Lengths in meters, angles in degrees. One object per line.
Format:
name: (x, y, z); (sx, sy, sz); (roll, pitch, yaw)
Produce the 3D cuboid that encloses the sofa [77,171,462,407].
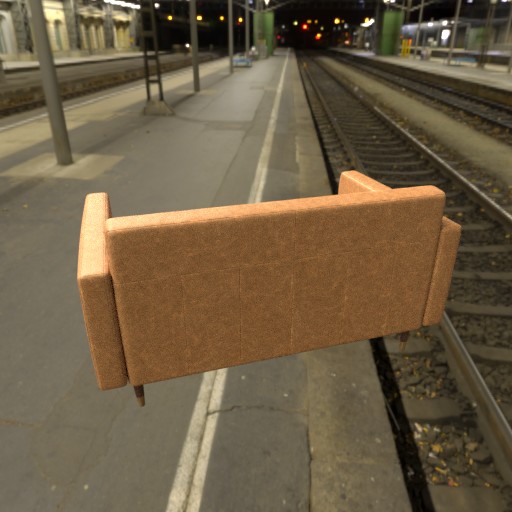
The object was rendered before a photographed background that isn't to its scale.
sofa: (0.000, 0.000, 2.156); (1.549, 0.820, 0.960); (-8, 27, -15)
